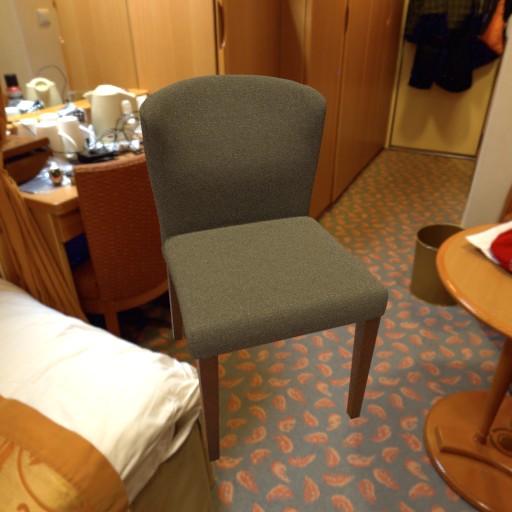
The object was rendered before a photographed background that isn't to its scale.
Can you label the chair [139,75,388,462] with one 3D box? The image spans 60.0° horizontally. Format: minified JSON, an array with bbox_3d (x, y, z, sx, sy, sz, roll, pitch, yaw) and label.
[{"bbox_3d":[0.000,0.000,1.193,0.491,0.839,0.589,-10,32,-16],"label":"chair"}]
